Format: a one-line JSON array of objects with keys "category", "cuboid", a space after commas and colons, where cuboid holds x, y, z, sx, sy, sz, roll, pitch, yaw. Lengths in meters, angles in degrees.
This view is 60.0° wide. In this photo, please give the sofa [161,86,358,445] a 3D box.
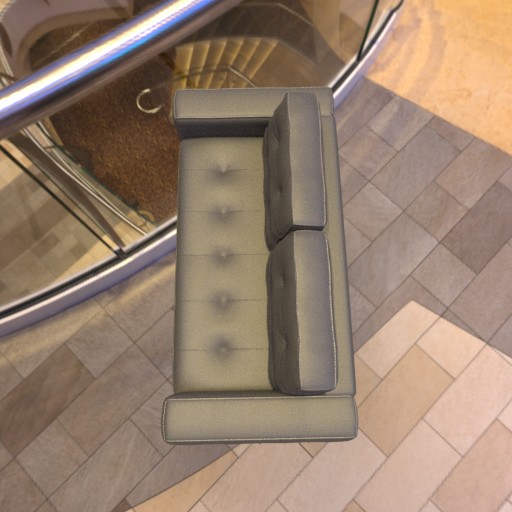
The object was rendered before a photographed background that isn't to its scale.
[{"category": "sofa", "cuboid": [0.000, 0.000, 2.229, 0.833, 0.893, 1.726, -1, 75, 0]}]
